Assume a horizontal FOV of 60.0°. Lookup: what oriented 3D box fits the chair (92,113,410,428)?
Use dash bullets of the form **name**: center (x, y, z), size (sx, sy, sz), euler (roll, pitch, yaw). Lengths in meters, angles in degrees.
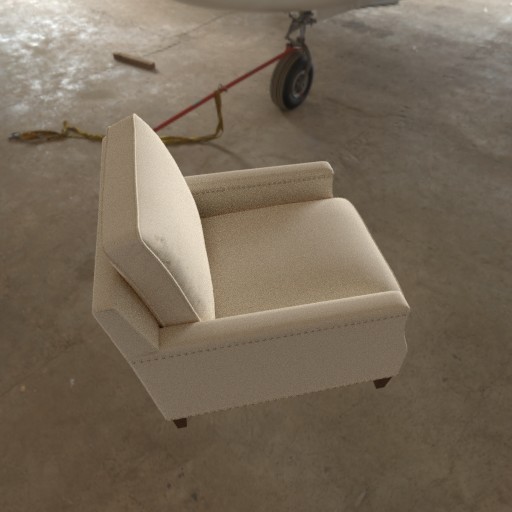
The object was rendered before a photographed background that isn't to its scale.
- **chair**: center (0.000, 0.000, 1.695), size (1.014, 0.943, 0.853), euler (-9, 47, -8)
